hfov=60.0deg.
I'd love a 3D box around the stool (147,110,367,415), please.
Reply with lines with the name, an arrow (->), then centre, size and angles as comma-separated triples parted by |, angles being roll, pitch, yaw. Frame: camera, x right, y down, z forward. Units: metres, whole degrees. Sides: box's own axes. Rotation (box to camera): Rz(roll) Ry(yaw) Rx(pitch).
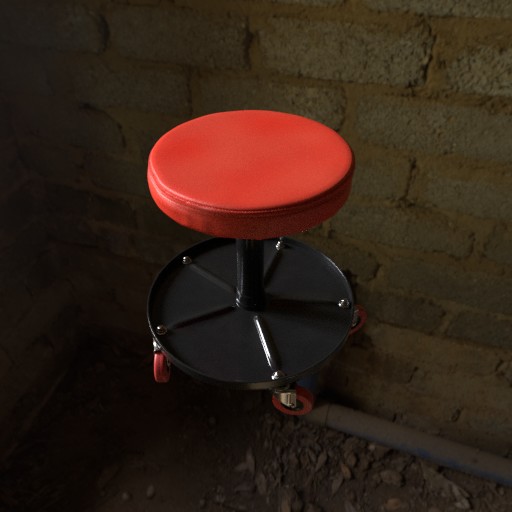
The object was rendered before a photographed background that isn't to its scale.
stool -> 0.000, 0.000, 0.696 | 0.382, 0.365, 0.381 | -13, 42, -15
